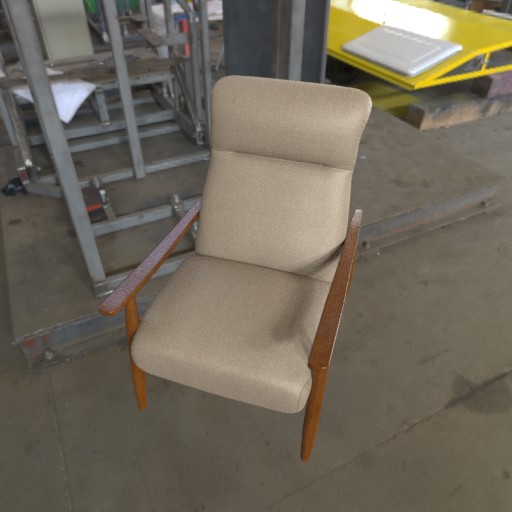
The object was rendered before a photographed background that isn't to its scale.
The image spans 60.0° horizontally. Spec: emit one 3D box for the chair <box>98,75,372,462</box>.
[{"bbox_3d":[0.000,0.000,1.781,0.762,1.082,1.032,12,41,14],"label":"chair"}]
